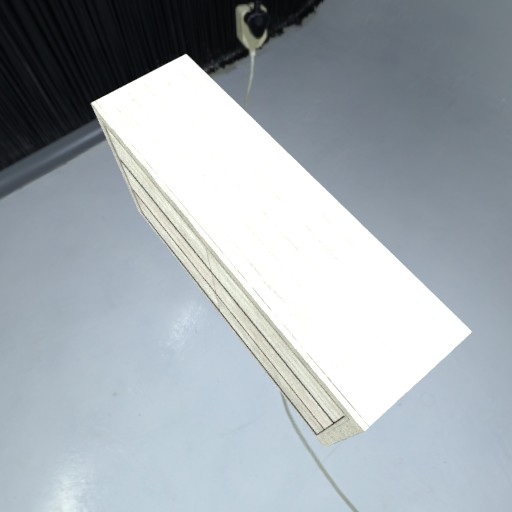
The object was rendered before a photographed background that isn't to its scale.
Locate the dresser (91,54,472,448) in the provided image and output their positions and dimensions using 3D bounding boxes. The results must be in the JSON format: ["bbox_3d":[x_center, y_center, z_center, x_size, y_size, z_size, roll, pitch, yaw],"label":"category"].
[{"bbox_3d":[0.000,0.000,2.031,0.483,0.889,1.628,-35,69,-16],"label":"dresser"}]
